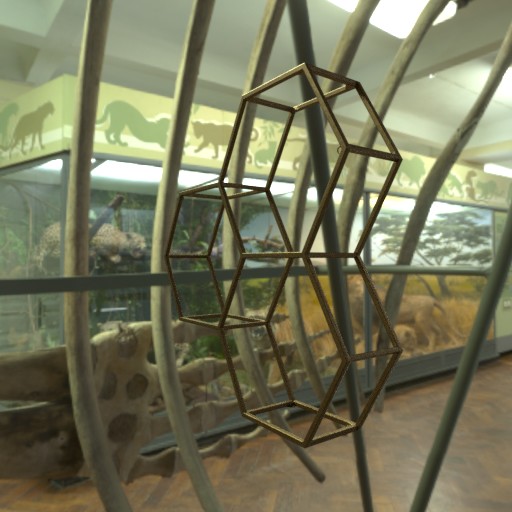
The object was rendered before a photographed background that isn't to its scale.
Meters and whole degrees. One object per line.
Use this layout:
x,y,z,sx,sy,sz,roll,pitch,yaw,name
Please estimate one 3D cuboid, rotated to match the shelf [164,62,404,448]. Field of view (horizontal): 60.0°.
0.000,0.000,1.053,0.150,0.701,0.708,0,-1,-36,shelf
